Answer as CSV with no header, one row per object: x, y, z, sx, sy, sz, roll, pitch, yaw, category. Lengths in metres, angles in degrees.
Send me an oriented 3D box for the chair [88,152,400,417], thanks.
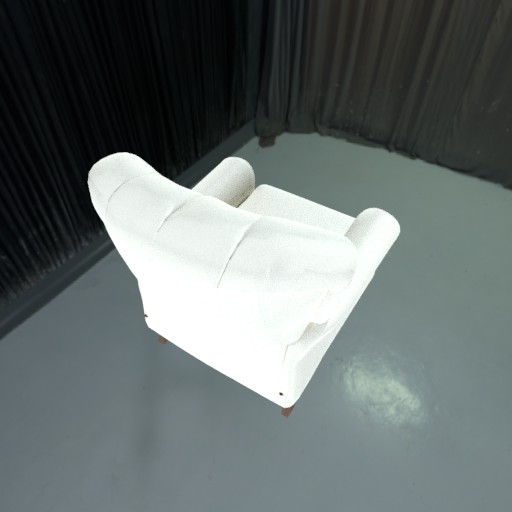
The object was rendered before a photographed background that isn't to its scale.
0.000,0.000,2.012,1.035,1.169,1.132,24,51,22,chair
